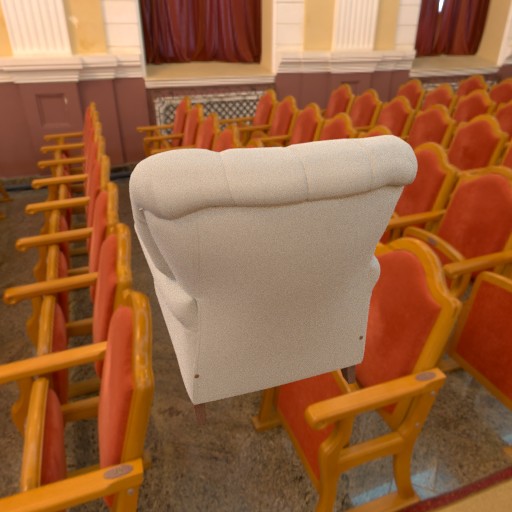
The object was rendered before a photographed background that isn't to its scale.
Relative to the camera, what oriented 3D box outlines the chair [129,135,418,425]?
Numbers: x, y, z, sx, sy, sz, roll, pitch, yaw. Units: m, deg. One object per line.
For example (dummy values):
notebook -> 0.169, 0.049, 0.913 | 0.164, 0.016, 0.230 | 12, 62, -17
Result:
chair -> 0.000, 0.000, 2.084 | 1.090, 1.217, 1.128 | -9, 29, -17
